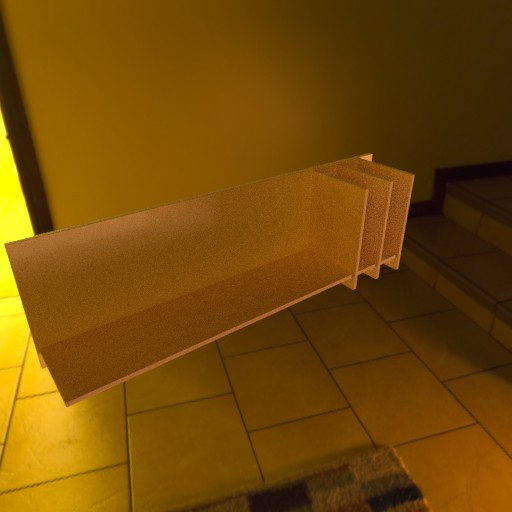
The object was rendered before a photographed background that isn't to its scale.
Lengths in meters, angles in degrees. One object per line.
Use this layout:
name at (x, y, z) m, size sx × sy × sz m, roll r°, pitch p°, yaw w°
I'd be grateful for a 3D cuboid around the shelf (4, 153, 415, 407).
shelf at (0.000, 0.000, 1.091) m, size 1.020 × 0.300 × 0.200 m, roll -20°, pitch 34°, yaw -32°
